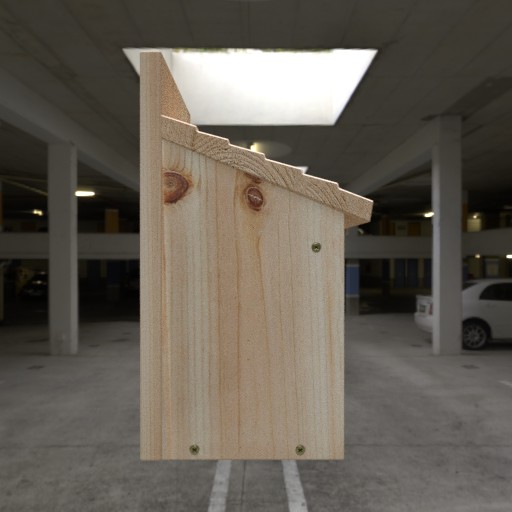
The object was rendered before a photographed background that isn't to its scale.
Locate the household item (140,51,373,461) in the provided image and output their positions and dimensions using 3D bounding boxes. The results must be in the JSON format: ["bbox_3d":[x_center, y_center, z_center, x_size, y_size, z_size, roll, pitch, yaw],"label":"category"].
[{"bbox_3d":[0.000,0.000,0.397,0.171,0.300,0.149,0,0,0],"label":"household item"}]
